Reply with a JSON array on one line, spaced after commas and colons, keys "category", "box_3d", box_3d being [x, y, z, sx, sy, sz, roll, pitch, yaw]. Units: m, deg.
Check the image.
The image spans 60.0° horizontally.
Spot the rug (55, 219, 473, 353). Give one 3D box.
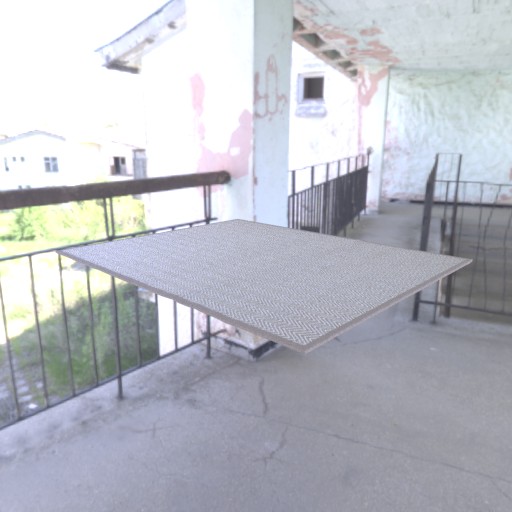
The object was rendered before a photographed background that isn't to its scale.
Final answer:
[{"category": "rug", "box_3d": [0.000, 0.000, 4.086, 3.007, 0.032, 2.434, 14, 20, 42]}]
